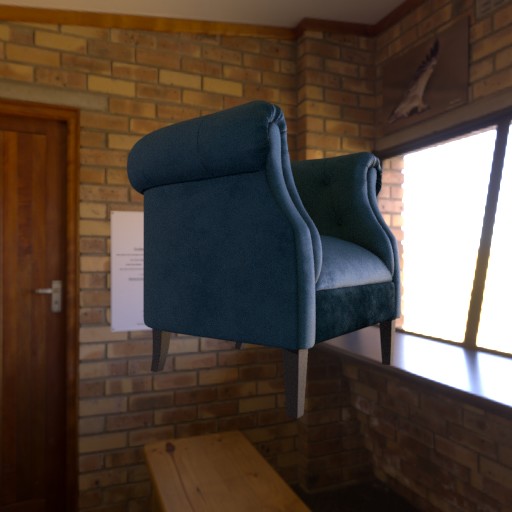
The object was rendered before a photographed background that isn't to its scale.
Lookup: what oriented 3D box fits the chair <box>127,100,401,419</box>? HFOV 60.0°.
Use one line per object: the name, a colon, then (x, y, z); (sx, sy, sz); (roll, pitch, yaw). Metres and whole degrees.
chair: (0.000, 0.000, 1.638); (0.851, 0.826, 0.904); (0, 0, 36)
